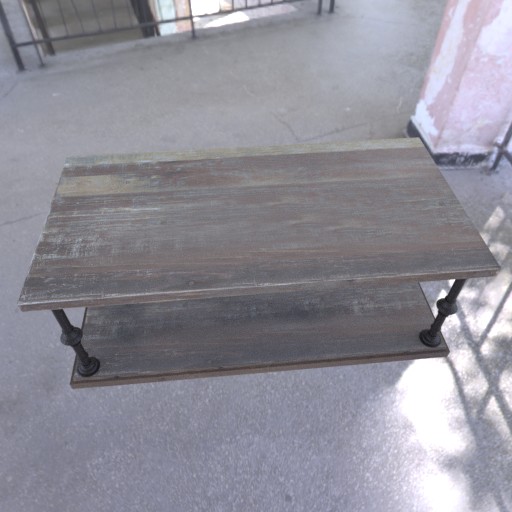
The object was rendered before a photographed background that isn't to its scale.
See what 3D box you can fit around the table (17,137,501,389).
[{"bbox_3d":[0.000,0.000,1.324,1.088,0.399,0.554,-4,47,-4],"label":"table"}]
